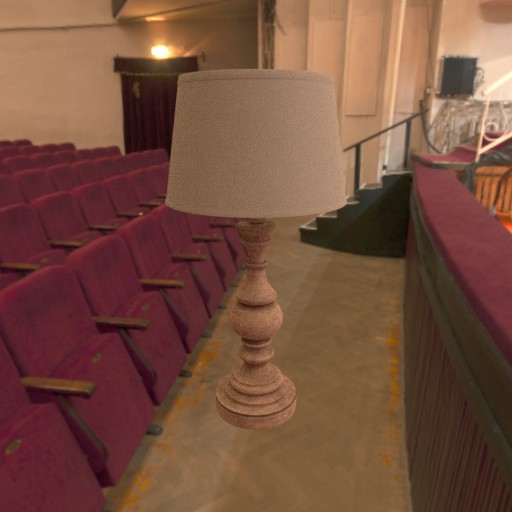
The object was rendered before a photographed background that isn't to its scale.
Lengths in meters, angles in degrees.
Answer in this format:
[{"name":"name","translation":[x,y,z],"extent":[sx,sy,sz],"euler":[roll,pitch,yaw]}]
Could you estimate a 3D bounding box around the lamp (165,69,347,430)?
[{"name":"lamp","translation":[0.000,0.000,0.877],"extent":[0.340,0.678,0.340],"euler":[0,17,0]}]
